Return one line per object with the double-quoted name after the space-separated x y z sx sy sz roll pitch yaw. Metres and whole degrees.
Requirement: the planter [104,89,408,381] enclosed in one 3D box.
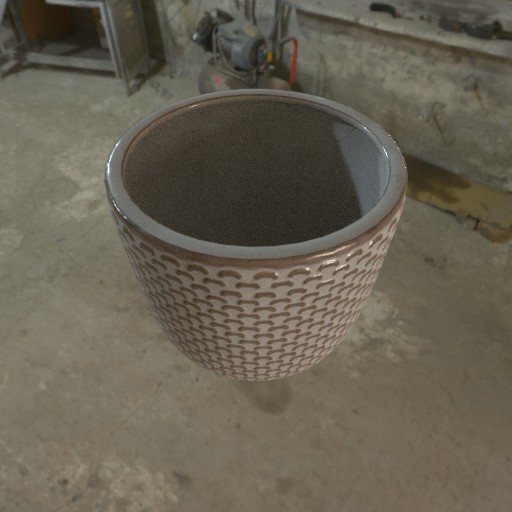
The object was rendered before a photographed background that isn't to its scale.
0.000 0.000 0.357 0.197 0.191 0.197 0 46 0 "planter"
